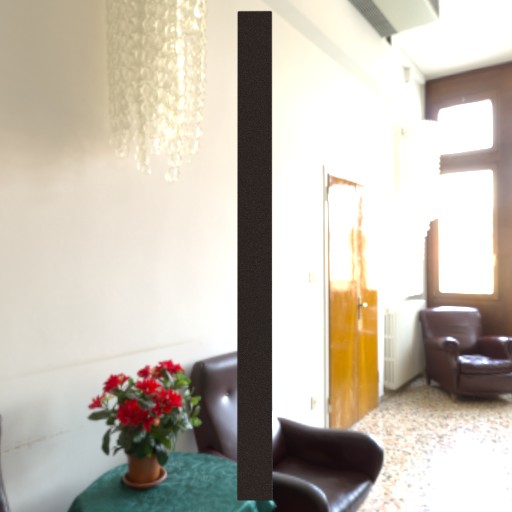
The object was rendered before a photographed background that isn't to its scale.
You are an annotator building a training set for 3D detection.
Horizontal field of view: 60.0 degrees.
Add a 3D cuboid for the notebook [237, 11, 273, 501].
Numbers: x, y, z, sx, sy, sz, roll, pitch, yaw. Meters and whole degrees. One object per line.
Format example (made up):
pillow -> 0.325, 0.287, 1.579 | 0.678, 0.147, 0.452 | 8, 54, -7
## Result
notebook -> 0.000, 0.000, 0.255 | 0.016, 0.213, 0.127 | 0, -1, 0
